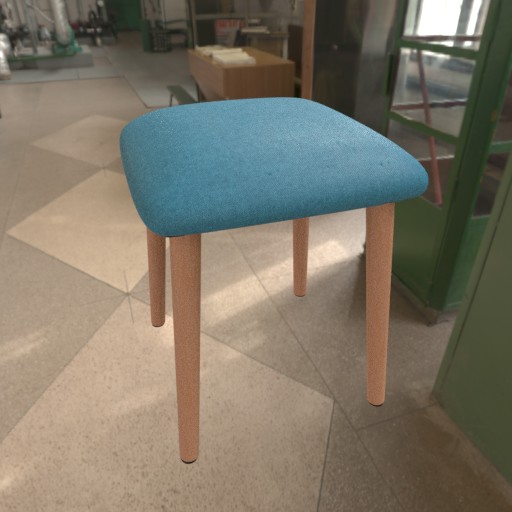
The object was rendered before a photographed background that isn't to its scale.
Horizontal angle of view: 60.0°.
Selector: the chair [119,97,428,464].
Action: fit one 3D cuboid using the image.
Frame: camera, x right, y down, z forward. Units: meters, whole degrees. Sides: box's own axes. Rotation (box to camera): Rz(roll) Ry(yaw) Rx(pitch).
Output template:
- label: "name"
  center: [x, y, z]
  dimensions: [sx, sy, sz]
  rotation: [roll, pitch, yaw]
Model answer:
- label: "chair"
  center: [0.000, 0.000, 0.710]
  dimensions: [0.360, 0.450, 0.360]
  rotation: [-10, 33, -16]
